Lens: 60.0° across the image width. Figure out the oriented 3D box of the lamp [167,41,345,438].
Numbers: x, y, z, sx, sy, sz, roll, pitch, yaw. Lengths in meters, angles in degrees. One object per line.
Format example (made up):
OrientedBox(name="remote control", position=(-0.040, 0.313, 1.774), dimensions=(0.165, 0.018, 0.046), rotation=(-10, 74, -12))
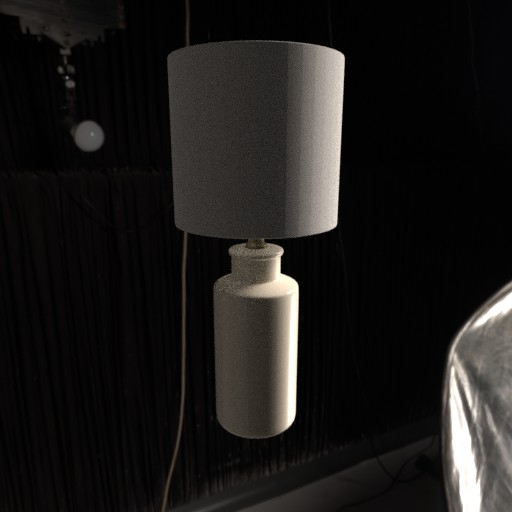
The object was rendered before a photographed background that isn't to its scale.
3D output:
OrientedBox(name="lamp", position=(0.000, 0.000, 0.601), dimensions=(0.212, 0.493, 0.212), rotation=(-7, 16, -26))
